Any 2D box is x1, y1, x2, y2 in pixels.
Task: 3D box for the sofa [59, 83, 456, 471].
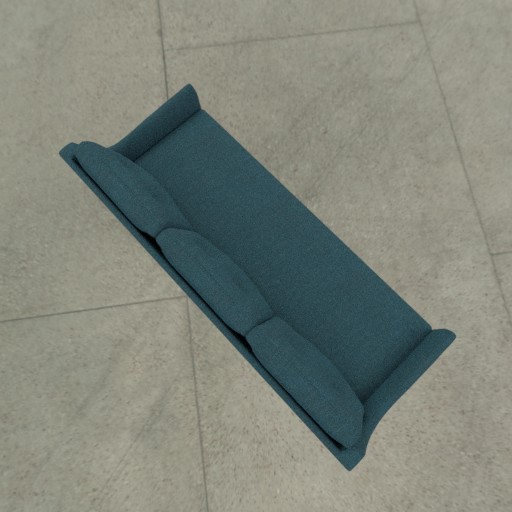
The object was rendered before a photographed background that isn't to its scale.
[{"bbox_3d":[0.000,0.000,2.432,0.849,0.837,2.060,-42,78,-11],"label":"sofa"}]
